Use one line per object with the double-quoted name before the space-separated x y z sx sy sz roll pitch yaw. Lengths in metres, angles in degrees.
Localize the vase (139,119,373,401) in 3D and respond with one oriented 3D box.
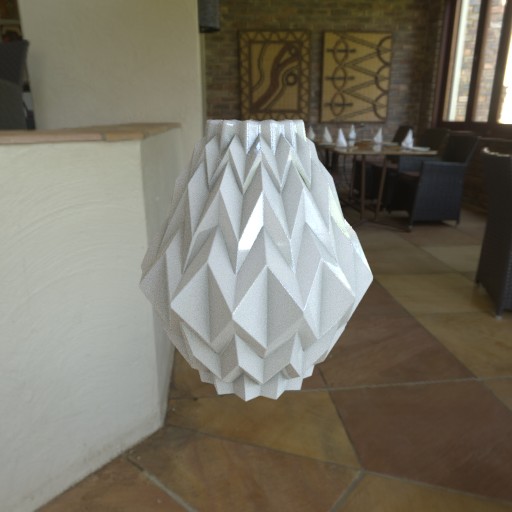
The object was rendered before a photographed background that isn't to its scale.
"vase" 0.000 0.000 0.315 0.164 0.185 0.164 0 17 0
